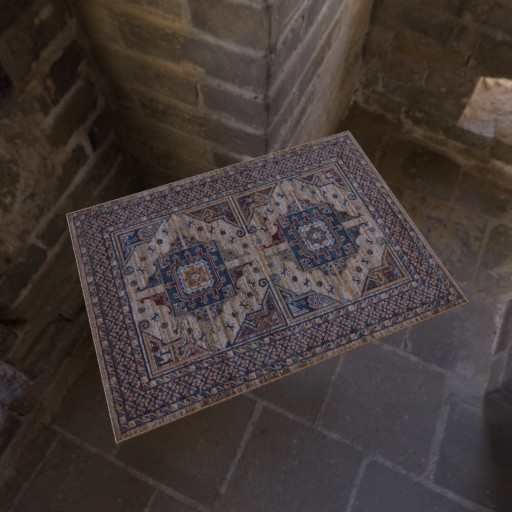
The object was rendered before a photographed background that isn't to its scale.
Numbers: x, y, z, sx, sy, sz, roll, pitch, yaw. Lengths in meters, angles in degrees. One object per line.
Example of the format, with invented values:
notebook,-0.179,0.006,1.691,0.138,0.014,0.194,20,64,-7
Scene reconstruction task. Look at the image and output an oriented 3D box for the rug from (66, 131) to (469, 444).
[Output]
rug,0.000,0.000,2.939,2.227,0.008,1.611,-19,61,-11
